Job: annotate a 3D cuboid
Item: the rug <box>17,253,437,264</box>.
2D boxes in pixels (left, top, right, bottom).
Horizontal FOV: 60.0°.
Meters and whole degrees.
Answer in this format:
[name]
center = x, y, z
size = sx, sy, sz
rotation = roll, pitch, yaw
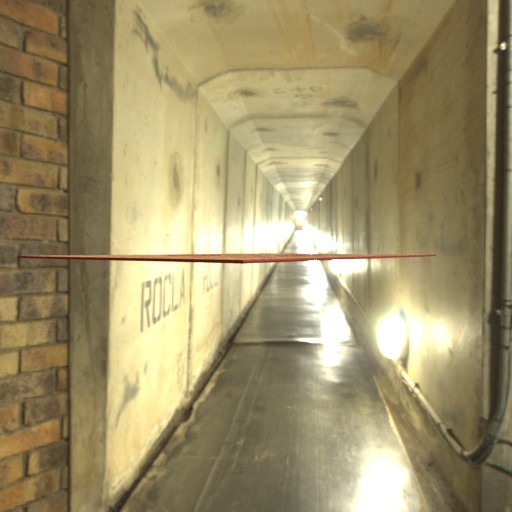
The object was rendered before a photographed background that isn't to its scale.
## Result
[rug]
center = 0.000, 0.000, 2.812
size = 1.593, 0.013, 2.211
rotation = 1, 1, 38
